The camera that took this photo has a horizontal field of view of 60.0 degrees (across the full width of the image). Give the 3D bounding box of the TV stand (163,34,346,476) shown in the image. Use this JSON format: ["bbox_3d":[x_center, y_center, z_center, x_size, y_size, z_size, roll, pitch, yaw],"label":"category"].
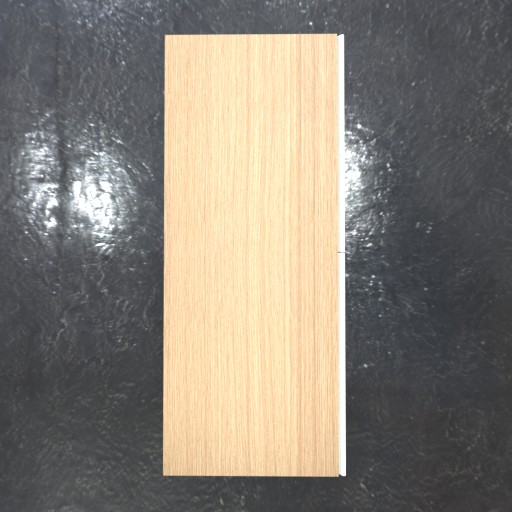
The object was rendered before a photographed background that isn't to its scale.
[{"bbox_3d":[0.000,0.000,1.324,0.407,0.660,0.991,0,89,1],"label":"TV stand"}]
